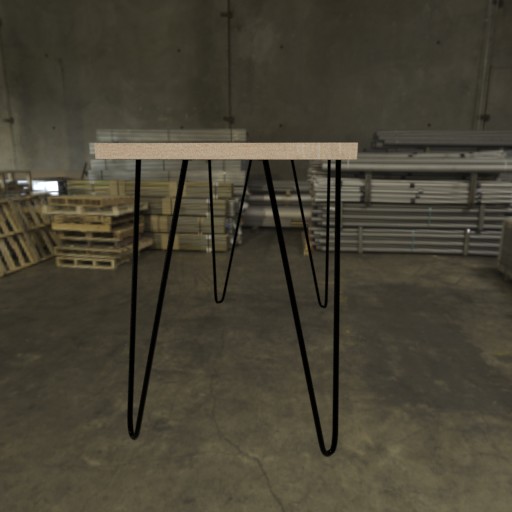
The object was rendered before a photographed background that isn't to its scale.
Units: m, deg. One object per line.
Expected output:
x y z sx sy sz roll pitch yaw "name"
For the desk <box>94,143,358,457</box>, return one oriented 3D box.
0.000 0.000 1.376 0.499 0.660 0.991 2 13 7 "desk"
